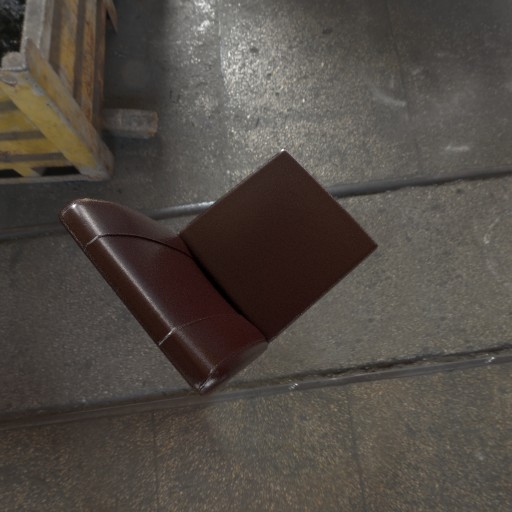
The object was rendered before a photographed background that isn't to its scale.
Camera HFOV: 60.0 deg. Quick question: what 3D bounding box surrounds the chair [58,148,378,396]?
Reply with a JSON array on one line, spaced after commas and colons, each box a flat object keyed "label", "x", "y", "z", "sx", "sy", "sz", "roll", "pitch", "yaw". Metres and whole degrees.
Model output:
[{"label": "chair", "x": 0.000, "y": 0.000, "z": 1.163, "sx": 0.556, "sy": 0.897, "sz": 0.399, "roll": -40, "pitch": 79, "yaw": -9}]
